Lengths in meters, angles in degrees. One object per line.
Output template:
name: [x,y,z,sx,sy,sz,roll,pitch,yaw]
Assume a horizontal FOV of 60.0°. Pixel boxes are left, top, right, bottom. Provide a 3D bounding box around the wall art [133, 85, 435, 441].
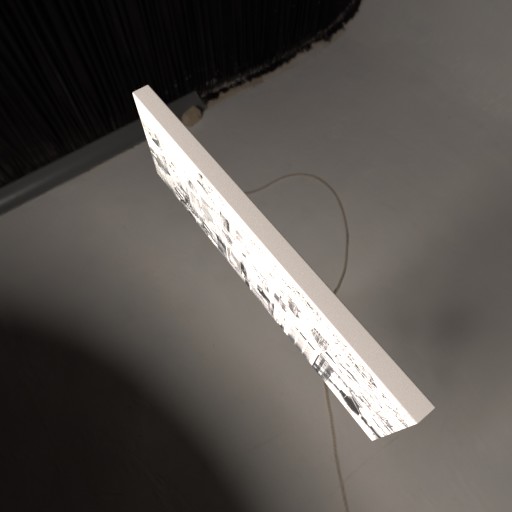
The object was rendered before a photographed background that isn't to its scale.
wall art: [0.000,0.000,0.847,0.038,0.255,0.763,-34,67,-16]
